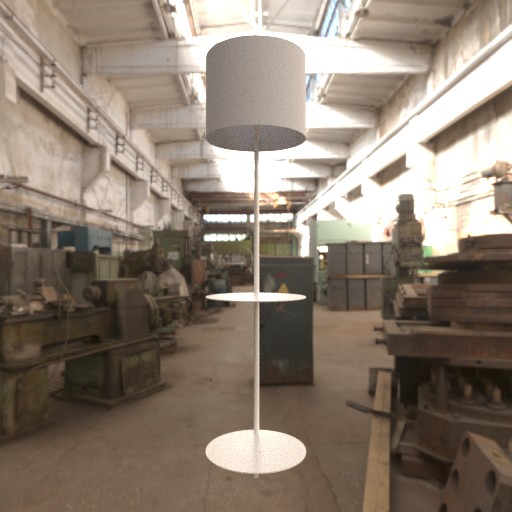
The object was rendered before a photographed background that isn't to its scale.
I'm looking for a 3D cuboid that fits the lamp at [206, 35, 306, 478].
[{"bbox_3d":[0.000,0.000,1.663,0.372,1.465,0.405,0,-1,1],"label":"lamp"}]
